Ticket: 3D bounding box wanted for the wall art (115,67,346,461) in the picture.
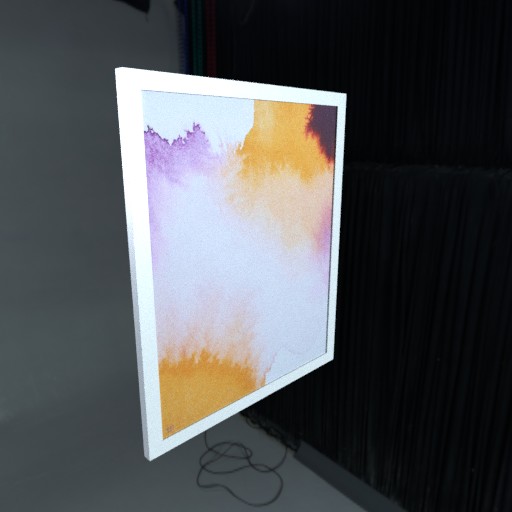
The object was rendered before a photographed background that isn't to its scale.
[{"bbox_3d":[0.000,0.000,0.627,0.382,0.456,0.013,-14,20,-42],"label":"wall art"}]
